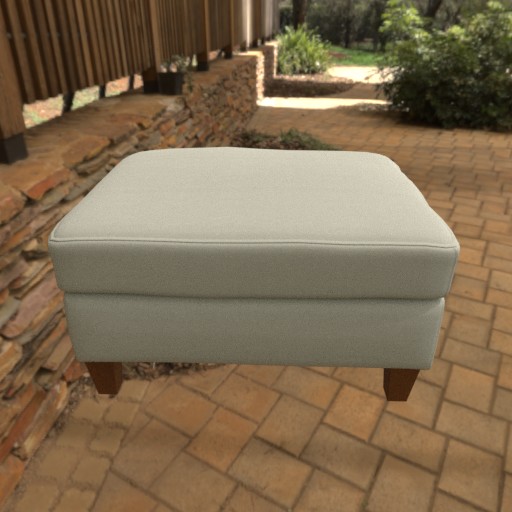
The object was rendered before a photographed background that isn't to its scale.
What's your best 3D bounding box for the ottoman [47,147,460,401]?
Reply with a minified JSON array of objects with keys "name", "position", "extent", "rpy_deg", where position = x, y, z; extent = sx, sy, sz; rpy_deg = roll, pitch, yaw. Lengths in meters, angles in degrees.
[{"name":"ottoman","position":[0.000,0.000,1.203],"extent":[0.818,0.496,0.634],"rpy_deg":[1,28,2]}]
